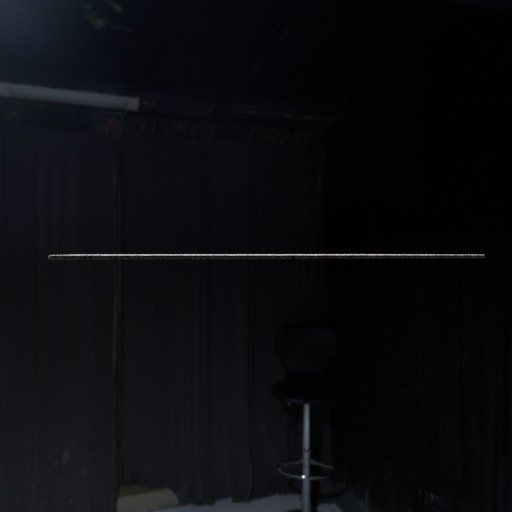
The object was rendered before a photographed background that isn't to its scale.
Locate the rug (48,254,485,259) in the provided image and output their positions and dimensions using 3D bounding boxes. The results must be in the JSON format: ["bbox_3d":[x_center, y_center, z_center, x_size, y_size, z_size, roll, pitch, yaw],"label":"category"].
[{"bbox_3d":[0.000,0.000,2.219,1.761,0.014,1.143,0,0,-18],"label":"rug"}]
